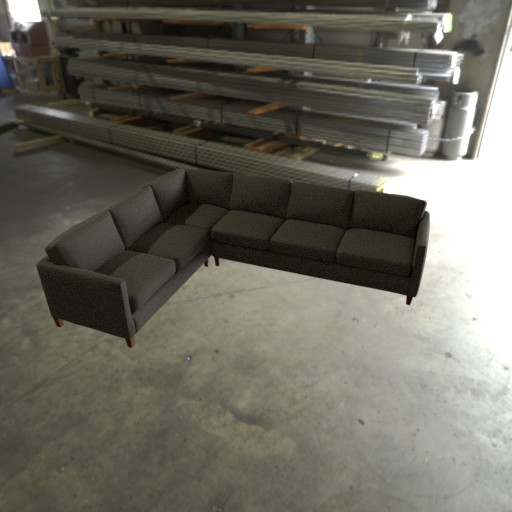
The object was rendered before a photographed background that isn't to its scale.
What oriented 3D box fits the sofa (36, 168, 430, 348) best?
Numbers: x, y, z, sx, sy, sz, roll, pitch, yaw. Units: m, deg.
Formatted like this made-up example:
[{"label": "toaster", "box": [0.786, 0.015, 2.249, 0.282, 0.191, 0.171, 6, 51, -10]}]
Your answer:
[{"label": "sofa", "box": [0.000, 0.000, 4.604, 3.302, 0.947, 2.593, 11, 31, 18]}]
